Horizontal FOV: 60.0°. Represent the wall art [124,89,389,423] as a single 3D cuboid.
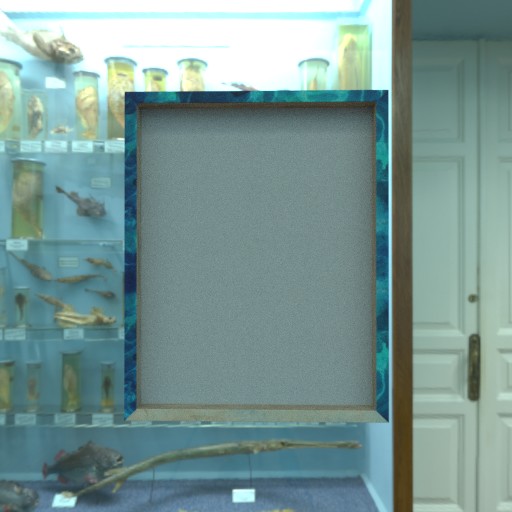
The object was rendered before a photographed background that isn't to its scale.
[{"bbox_3d":[0.000,0.000,0.869,0.508,0.635,0.038,0,0,1],"label":"wall art"}]
